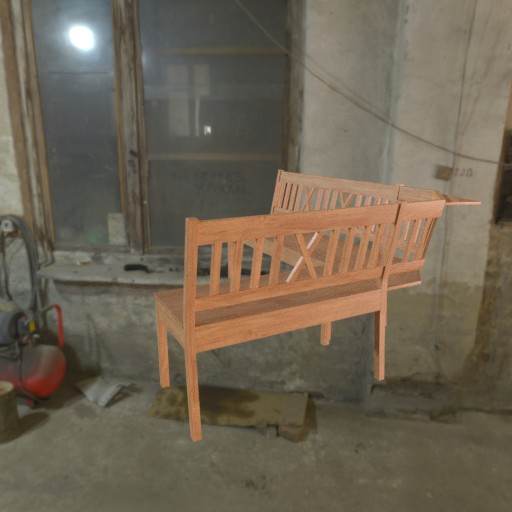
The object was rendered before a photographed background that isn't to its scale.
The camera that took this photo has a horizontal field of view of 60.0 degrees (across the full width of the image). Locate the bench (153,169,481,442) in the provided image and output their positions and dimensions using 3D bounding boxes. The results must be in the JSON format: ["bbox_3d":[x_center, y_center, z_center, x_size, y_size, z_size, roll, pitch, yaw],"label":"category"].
[{"bbox_3d":[0.000,0.000,2.774,1.537,0.902,1.937,-8,17,-27],"label":"bench"}]
